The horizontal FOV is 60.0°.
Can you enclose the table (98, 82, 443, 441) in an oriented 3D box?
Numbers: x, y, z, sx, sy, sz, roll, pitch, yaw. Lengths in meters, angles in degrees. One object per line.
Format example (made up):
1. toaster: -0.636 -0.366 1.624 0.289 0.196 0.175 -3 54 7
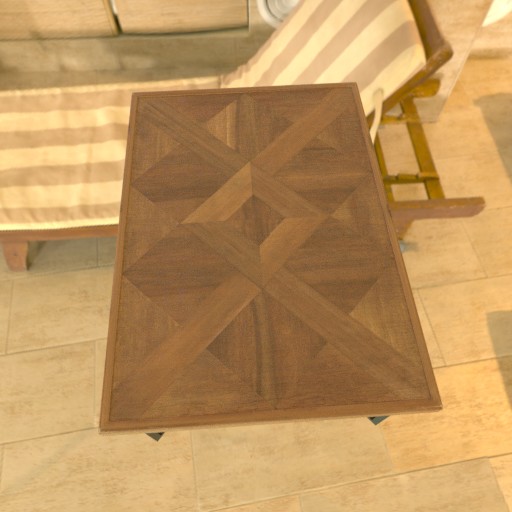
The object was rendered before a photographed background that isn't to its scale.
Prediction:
1. table: 0.000 0.000 1.633 0.877 0.492 1.238 -3 61 -2
